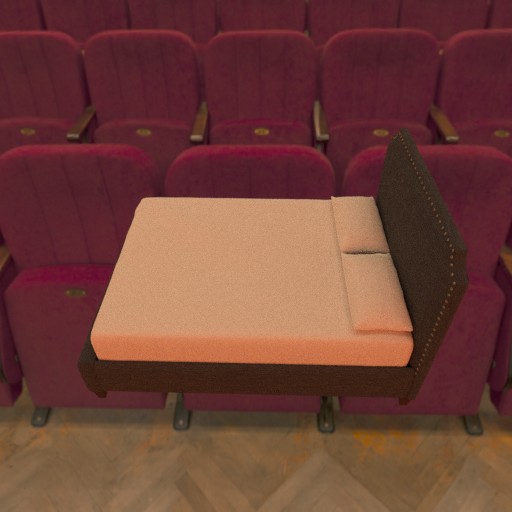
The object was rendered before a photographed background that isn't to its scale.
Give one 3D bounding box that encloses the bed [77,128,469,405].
[{"bbox_3d":[0.000,0.000,3.395,2.372,1.443,1.713,1,42,1],"label":"bed"}]
